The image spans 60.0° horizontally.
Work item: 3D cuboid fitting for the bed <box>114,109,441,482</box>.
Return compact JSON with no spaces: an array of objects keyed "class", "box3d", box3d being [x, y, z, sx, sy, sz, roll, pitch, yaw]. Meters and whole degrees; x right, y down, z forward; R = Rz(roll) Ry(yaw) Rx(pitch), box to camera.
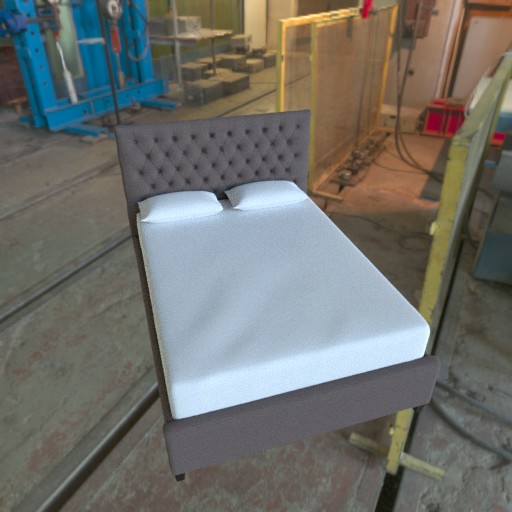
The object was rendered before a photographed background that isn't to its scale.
[{"class":"bed","box3d":[0.000,0.000,3.219,1.696,1.426,2.233,-10,34,-14]}]
